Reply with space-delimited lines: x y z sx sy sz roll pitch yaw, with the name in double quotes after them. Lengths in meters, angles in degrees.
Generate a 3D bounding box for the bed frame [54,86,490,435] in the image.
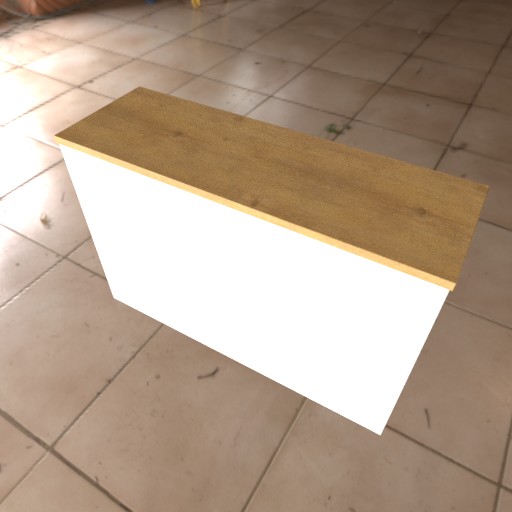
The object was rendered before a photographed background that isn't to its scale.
0.000 0.000 1.669 1.300 0.850 0.430 22 49 21 "bed frame"
